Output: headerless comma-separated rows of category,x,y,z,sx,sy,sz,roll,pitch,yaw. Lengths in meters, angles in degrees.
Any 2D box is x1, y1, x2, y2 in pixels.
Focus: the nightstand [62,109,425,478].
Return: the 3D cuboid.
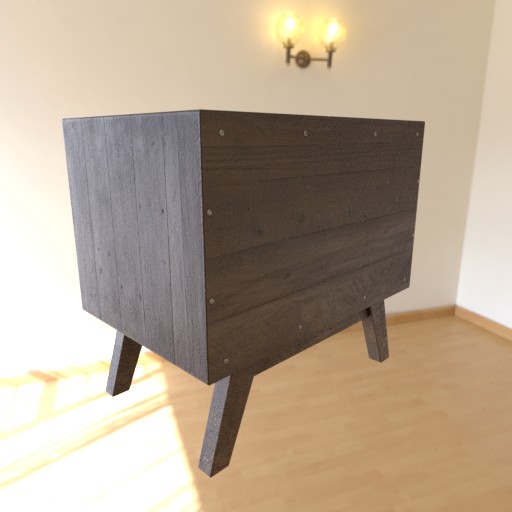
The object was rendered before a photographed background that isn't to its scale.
nightstand,0.000,0.000,1.022,0.650,0.599,0.450,-15,21,-43
